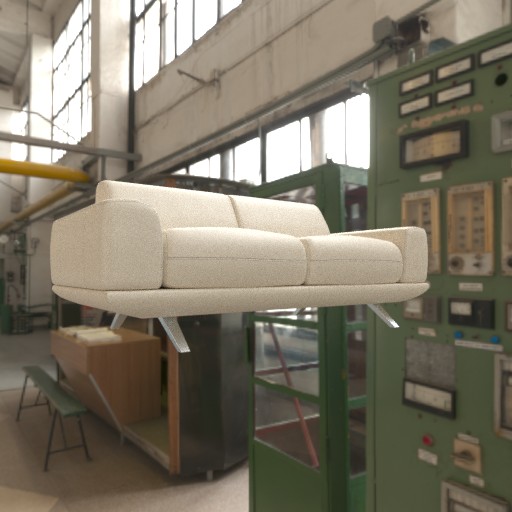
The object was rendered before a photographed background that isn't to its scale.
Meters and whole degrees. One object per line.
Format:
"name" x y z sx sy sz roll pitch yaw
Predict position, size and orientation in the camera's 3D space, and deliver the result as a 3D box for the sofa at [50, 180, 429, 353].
"sofa" 0.000 0.000 2.396 1.901 0.772 0.900 1 -2 -36
